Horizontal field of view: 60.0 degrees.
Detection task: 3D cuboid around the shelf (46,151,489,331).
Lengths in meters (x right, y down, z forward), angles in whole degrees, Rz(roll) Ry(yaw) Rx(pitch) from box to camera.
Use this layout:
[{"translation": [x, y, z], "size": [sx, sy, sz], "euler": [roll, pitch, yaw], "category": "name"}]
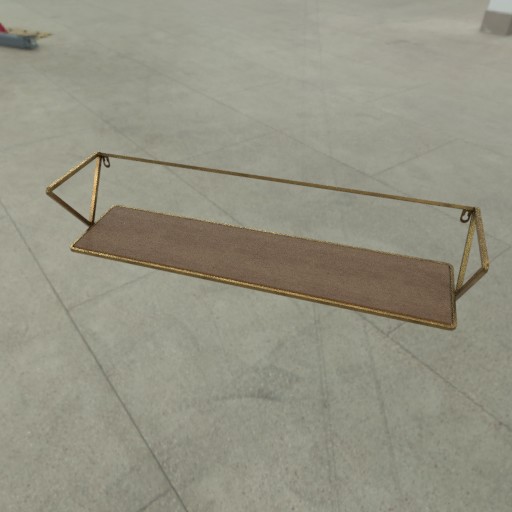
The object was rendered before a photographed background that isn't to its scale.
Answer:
[{"translation": [0.000, 0.000, 0.744], "size": [0.645, 0.229, 0.150], "euler": [11, 40, 13], "category": "shelf"}]
